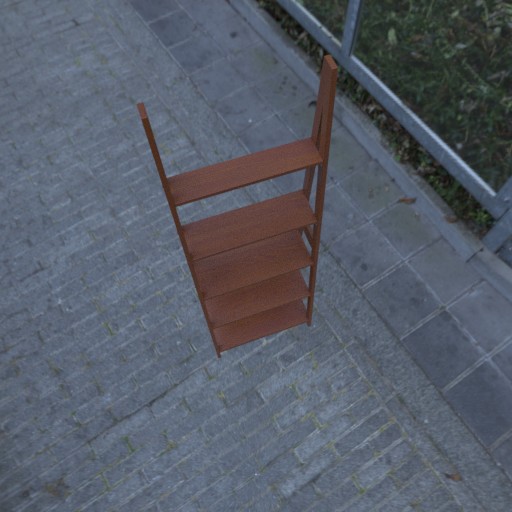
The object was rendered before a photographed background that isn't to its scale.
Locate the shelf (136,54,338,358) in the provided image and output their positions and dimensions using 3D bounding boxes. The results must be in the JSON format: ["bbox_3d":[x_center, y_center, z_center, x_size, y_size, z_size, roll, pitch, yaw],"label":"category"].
[{"bbox_3d":[0.000,0.000,2.080,0.630,1.780,0.356,-18,65,-9],"label":"shelf"}]
